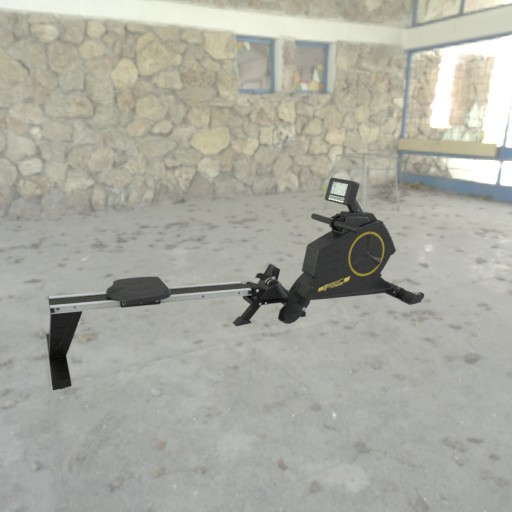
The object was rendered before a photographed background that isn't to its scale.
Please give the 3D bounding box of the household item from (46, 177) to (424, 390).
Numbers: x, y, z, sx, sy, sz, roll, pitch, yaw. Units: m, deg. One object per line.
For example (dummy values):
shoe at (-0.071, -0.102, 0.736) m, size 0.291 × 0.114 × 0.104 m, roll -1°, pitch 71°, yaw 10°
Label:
household item at (0.000, 0.000, 2.534) m, size 2.251 × 0.810 × 0.521 m, roll -8°, pitch 18°, yaw -26°
